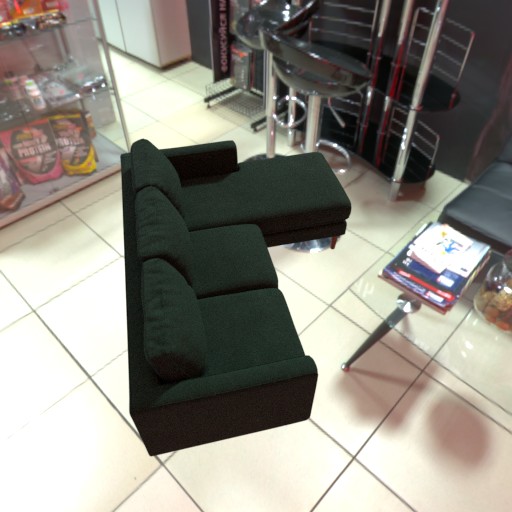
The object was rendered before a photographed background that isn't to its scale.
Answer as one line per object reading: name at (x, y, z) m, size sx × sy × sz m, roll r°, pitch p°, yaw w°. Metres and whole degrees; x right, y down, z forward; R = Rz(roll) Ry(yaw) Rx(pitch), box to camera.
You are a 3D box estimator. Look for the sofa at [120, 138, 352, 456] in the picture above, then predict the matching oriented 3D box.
sofa at (0.000, 0.000, 2.858) m, size 1.580 × 0.899 × 2.030 m, roll -10°, pitch 47°, yaw -9°
